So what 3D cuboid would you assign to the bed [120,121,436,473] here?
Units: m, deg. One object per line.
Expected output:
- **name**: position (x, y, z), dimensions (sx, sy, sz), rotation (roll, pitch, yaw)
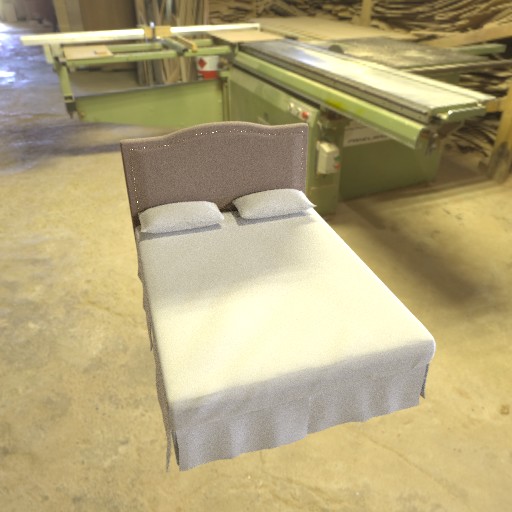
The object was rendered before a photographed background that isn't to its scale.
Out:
- **bed**: position (0.000, 0.000, 3.388), dimensions (1.821, 1.436, 2.282), rotation (-10, 34, -15)
